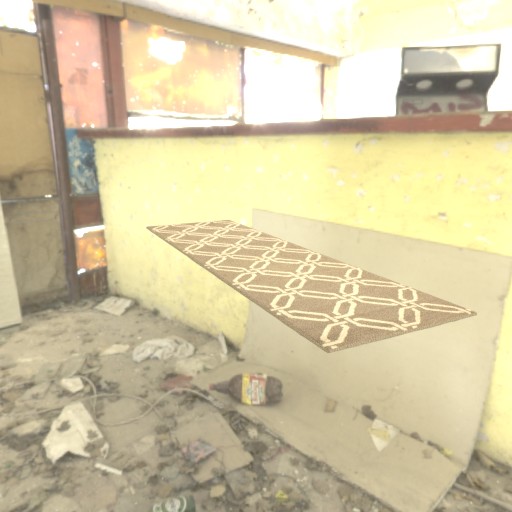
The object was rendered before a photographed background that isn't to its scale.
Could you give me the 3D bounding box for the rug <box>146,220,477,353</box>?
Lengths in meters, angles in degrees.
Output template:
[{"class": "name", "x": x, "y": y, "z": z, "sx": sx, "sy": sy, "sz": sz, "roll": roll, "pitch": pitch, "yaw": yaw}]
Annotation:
[{"class": "rug", "x": 0.000, "y": 0.000, "z": 2.467, "sx": 0.678, "sy": 0.014, "sz": 2.276, "roll": -7, "pitch": 16, "yaw": -26}]
